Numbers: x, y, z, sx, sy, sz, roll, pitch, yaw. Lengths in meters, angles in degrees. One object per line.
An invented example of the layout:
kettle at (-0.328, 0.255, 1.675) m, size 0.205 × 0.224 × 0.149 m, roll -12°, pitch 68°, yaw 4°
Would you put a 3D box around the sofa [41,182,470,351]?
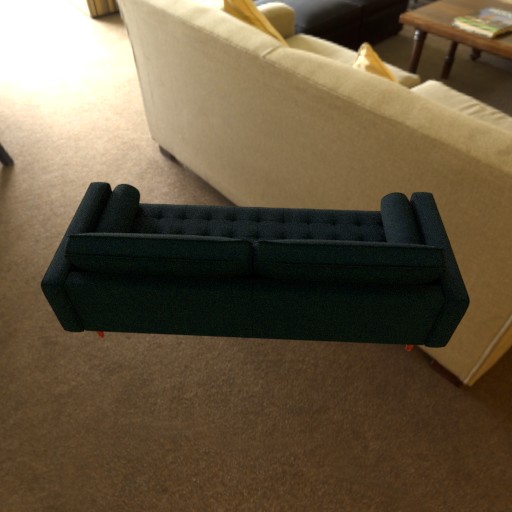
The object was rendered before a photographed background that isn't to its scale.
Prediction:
sofa at (0.000, 0.000, 2.693) m, size 2.210 × 0.762 × 0.914 m, roll 2°, pitch 47°, yaw 2°
